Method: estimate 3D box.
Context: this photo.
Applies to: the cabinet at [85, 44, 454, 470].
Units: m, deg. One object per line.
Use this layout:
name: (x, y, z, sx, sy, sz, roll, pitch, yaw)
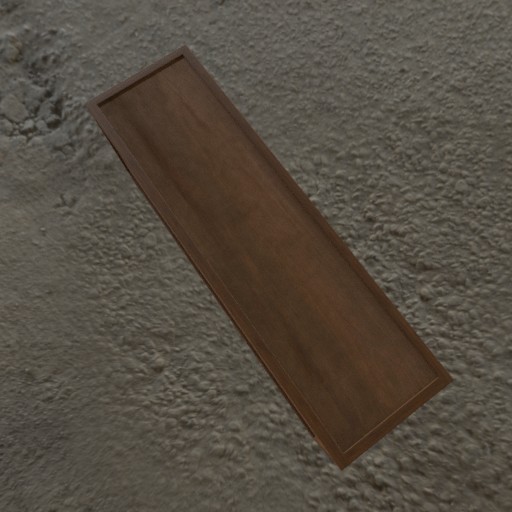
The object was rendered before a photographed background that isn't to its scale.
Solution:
cabinet: (0.000, 0.000, 2.083, 0.522, 0.820, 1.708, -35, 78, -9)
